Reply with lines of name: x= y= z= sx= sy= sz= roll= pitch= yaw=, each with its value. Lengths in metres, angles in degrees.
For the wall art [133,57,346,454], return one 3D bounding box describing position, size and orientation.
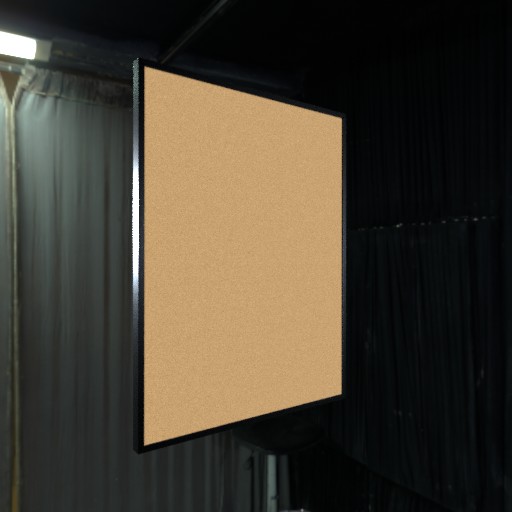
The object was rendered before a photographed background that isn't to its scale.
wall art: x=0.000 y=0.000 z=1.436 sx=0.805 sy=1.062 sz=0.040 roll=0 pitch=0 yaw=-36
